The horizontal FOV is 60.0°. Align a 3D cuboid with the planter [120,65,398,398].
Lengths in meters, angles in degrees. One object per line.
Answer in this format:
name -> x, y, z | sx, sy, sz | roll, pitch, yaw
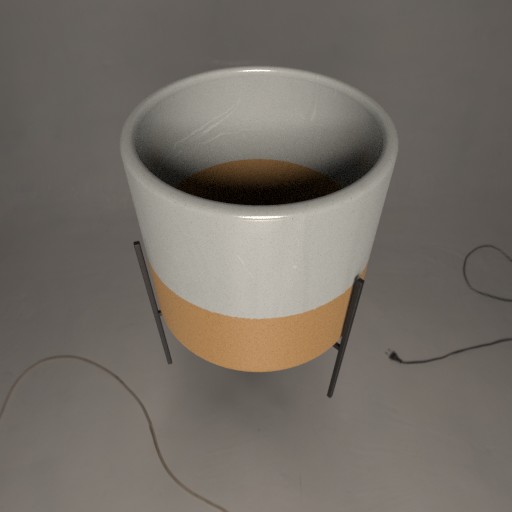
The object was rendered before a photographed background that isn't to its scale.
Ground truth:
planter -> 0.000, 0.000, 0.644 | 0.310, 0.432, 0.310 | -2, 47, -2
